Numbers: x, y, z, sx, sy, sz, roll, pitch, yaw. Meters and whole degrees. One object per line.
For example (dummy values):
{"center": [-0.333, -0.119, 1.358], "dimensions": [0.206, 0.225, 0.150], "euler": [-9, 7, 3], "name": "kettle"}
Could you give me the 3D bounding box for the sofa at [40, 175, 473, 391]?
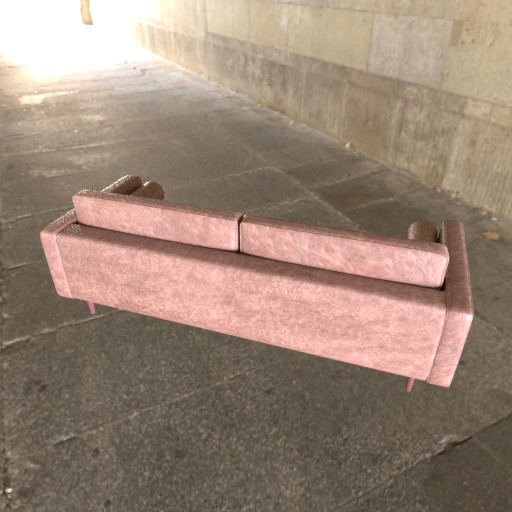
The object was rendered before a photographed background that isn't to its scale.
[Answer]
{"center": [0.000, 0.000, 2.569], "dimensions": [2.210, 0.762, 0.914], "euler": [10, 34, 16], "name": "sofa"}
